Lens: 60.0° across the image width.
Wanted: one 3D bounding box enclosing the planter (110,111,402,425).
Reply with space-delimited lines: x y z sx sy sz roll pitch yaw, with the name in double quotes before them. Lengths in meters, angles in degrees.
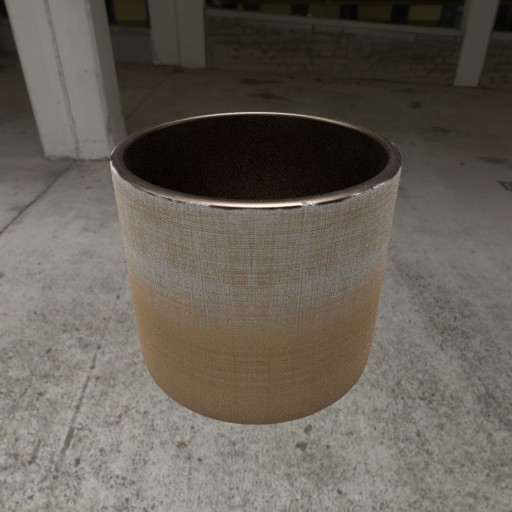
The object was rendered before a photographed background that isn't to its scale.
"planter" 0.000 0.000 0.392 0.221 0.201 0.221 0 32 0
